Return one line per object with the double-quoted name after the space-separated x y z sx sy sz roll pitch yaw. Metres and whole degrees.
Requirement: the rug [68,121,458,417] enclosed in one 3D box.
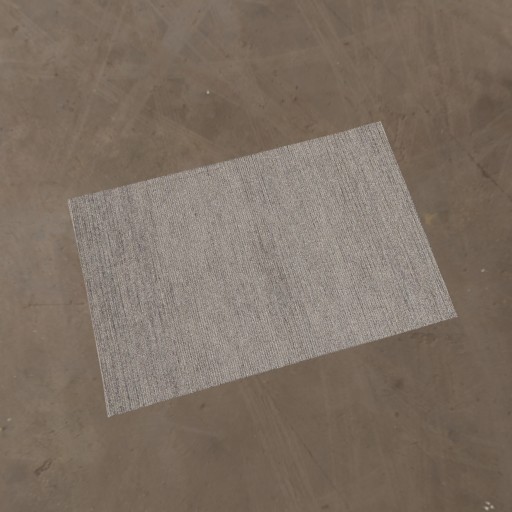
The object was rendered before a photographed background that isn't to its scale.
0.000 0.000 2.320 1.804 0.022 1.162 -15 75 -4 "rug"
